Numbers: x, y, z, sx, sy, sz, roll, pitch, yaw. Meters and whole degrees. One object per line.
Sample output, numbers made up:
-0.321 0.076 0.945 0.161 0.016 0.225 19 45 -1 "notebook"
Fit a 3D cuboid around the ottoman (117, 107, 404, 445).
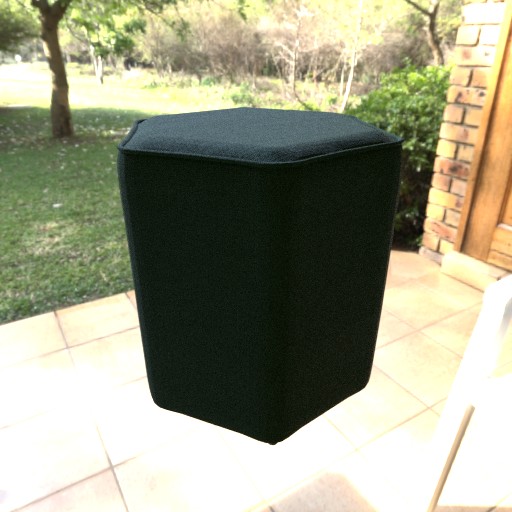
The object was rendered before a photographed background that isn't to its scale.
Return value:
0.000 0.000 0.866 0.499 0.507 0.444 -18 31 -33 "ottoman"
